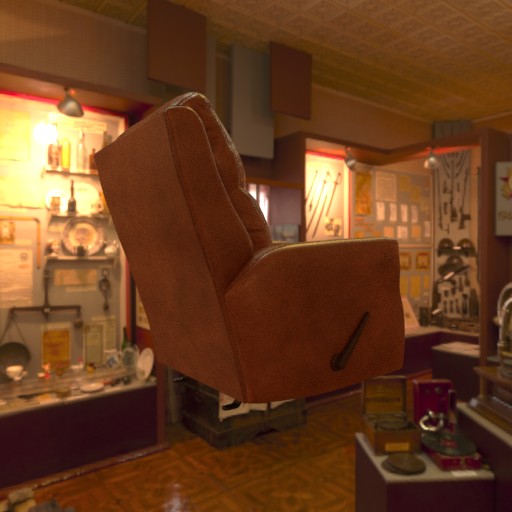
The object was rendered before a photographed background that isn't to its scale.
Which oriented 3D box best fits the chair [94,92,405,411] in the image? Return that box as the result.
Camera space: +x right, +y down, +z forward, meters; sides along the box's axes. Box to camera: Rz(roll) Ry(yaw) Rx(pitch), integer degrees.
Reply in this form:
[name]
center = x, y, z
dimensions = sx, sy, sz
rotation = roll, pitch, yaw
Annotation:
[chair]
center = 0.000, 0.000, 1.766
dimensions = 1.072, 1.016, 0.821
rotation = 0, 0, -36
